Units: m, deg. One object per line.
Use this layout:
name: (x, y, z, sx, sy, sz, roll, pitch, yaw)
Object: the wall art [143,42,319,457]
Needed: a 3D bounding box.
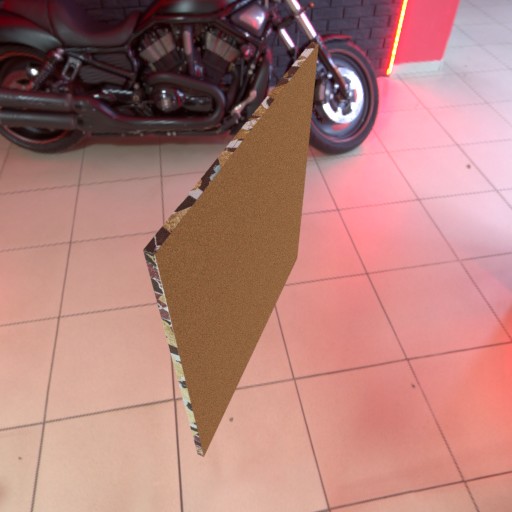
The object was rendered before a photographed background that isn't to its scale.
wall art: (0.000, 0.000, 0.591, 0.010, 0.406, 0.404, 17, 49, 15)
